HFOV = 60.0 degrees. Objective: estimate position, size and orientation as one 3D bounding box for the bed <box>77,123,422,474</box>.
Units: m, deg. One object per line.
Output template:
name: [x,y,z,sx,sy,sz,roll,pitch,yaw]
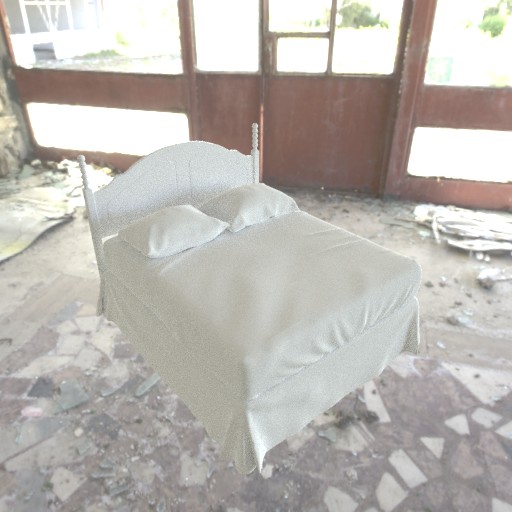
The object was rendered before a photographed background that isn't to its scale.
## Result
bed: [0.000,0.000,3.253,1.873,1.356,2.040,-22,36,-34]
